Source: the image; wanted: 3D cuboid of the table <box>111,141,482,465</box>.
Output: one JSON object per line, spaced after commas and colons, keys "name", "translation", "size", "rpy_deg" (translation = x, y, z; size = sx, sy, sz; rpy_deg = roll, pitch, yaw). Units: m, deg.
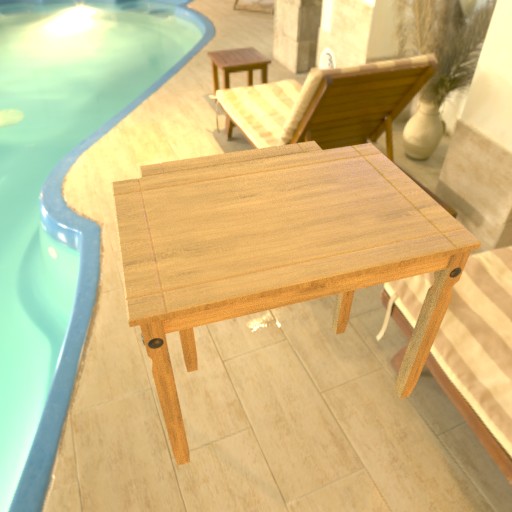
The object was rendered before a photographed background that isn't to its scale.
{"name": "table", "translation": [0.000, 0.000, 1.220], "size": [0.660, 0.535, 0.773], "rpy_deg": [-11, 42, -13]}
